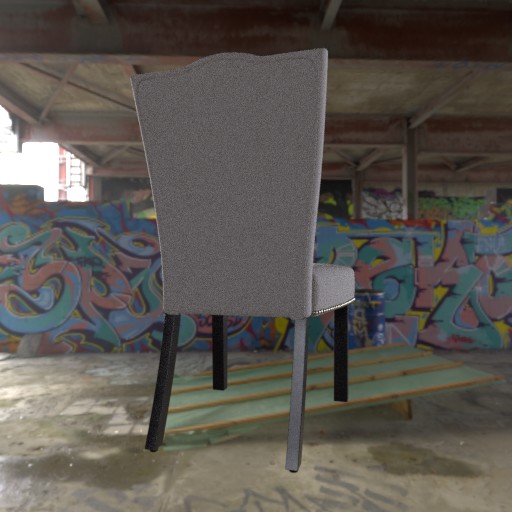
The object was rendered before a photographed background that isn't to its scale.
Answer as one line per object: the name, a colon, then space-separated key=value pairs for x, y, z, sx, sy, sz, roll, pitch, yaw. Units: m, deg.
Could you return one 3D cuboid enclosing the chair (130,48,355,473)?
chair: x=0.000 y=0.000 z=1.286 sx=0.518 sy=0.946 sz=0.589 roll=0 pitch=-1 yaw=17
